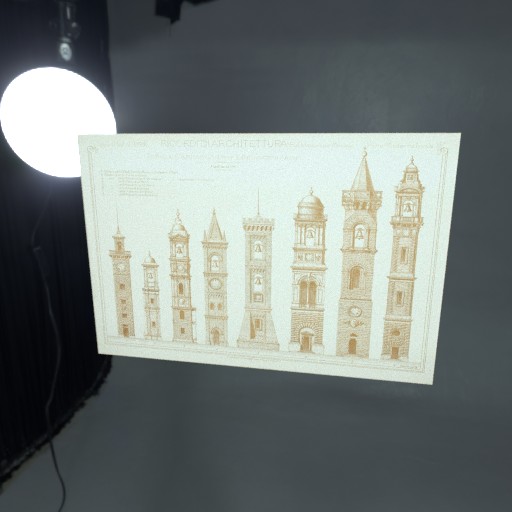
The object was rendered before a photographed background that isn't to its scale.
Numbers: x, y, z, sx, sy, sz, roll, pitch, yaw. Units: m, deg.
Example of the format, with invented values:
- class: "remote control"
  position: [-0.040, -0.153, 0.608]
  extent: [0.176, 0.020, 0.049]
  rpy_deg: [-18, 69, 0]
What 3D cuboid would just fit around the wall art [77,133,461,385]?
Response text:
- class: "wall art"
  position: [0.000, 0.000, 0.765]
  extent: [0.609, 0.407, 0.039]
  rpy_deg: [3, 15, 10]
